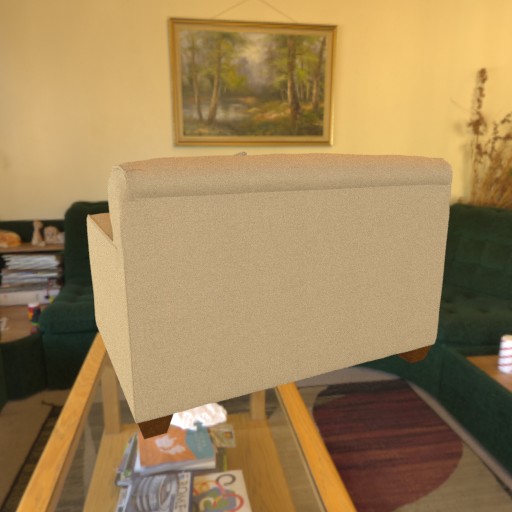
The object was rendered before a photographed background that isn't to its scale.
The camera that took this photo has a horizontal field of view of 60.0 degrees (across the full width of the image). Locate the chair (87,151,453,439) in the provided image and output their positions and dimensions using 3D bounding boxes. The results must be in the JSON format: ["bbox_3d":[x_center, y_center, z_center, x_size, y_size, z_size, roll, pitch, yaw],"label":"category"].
[{"bbox_3d":[0.000,0.000,2.059,1.383,0.948,1.000,-7,15,-26],"label":"chair"}]
